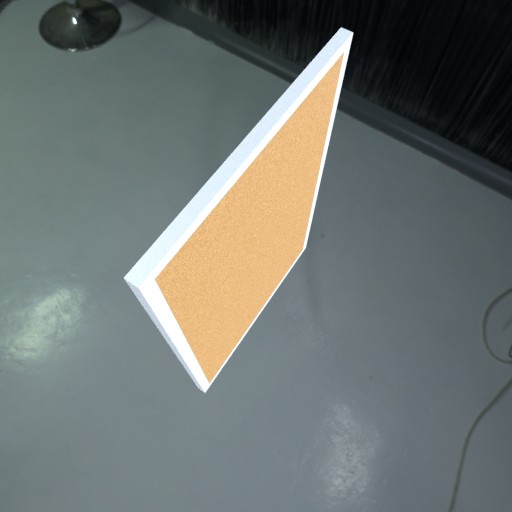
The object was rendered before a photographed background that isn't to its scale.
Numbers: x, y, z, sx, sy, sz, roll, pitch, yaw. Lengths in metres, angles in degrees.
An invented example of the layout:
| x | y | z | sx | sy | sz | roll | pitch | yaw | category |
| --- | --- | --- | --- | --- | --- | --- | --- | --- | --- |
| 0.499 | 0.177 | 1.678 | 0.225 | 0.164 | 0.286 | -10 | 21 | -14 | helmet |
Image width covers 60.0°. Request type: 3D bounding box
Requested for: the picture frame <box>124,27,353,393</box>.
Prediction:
| x | y | z | sx | sy | sz | roll | pitch | yaw | category |
| --- | --- | --- | --- | --- | --- | --- | --- | --- | --- |
| 0.000 | 0.000 | 0.550 | 0.013 | 0.434 | 0.305 | 31 | 68 | 14 | picture frame |
